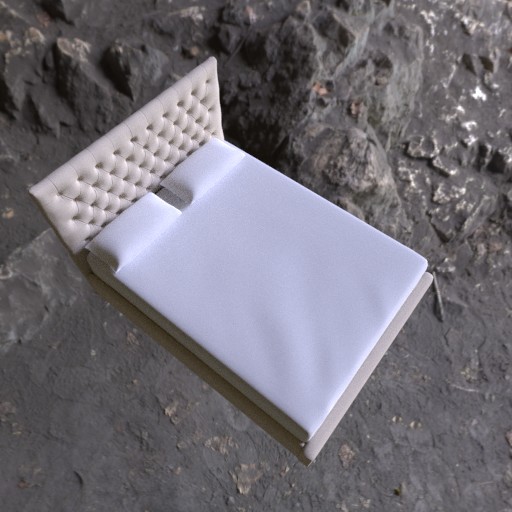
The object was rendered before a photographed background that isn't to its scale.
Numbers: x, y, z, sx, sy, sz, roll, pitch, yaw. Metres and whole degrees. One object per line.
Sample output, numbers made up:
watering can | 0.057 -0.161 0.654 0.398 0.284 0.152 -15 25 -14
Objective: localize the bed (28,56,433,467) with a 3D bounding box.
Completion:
bed | 0.000 0.000 3.242 2.233 1.426 1.696 34 64 19
